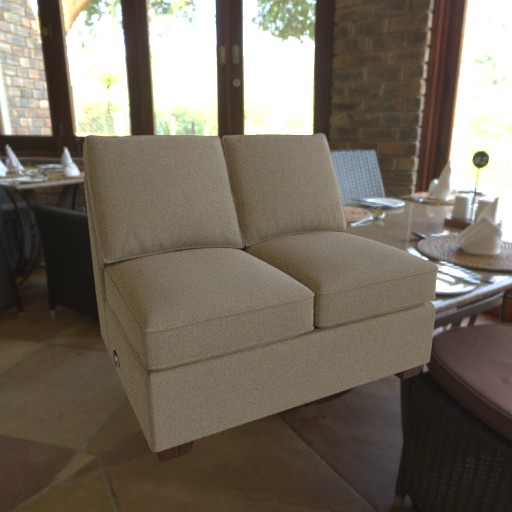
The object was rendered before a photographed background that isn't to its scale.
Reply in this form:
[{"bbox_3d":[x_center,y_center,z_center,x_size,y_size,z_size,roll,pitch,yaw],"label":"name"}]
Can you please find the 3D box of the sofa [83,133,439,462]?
[{"bbox_3d":[0.000,0.000,1.907,1.237,1.008,0.951,-8,18,-26],"label":"sofa"}]
